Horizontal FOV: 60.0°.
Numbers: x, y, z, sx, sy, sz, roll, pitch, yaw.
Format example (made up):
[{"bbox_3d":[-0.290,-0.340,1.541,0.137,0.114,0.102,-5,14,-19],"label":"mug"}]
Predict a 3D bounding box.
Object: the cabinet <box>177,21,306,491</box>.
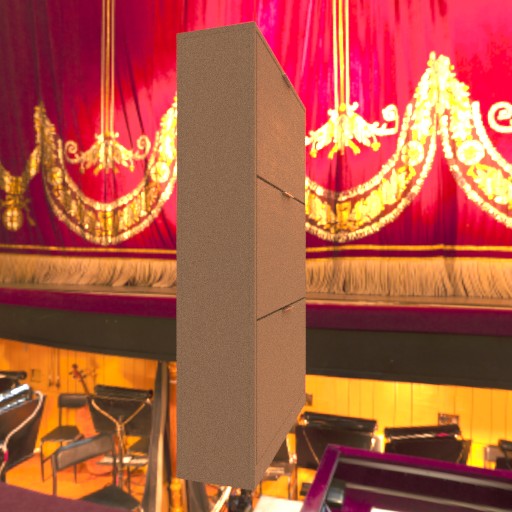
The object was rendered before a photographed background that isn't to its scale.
[{"bbox_3d":[0.000,0.000,1.598,0.250,1.280,0.750,0,0,17],"label":"cabinet"}]
